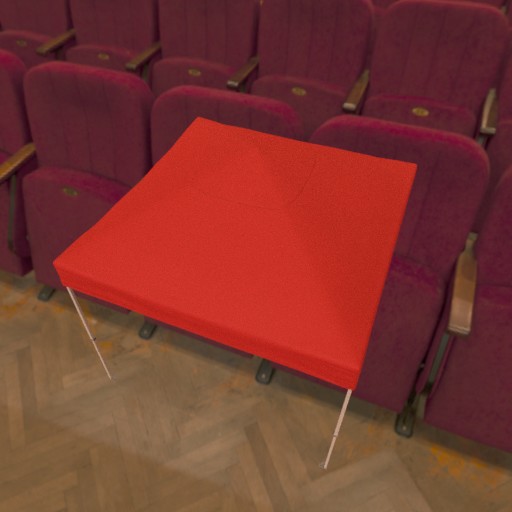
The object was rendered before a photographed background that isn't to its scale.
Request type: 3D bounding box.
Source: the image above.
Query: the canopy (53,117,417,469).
[{"bbox_3d":[0.000,0.000,5.308,2.998,2.997,2.996,17,49,15],"label":"canopy"}]
